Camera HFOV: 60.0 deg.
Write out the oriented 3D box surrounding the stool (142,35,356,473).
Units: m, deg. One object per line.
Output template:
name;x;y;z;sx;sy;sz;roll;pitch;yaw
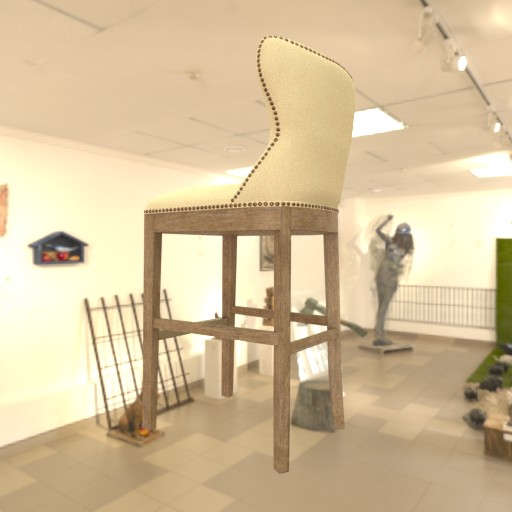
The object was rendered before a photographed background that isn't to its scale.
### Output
stool;0.000;0.000;1.425;0.606;1.123;0.494;0;1;36
